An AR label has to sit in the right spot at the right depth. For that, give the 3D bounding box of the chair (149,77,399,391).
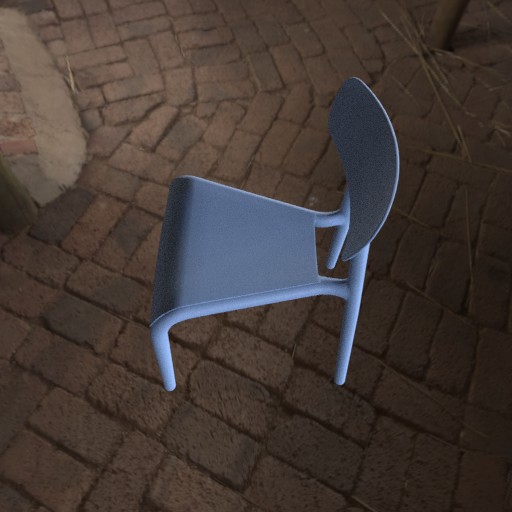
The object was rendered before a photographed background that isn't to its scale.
[{"bbox_3d":[0.000,0.000,0.823,0.401,0.580,0.356,1,59,0],"label":"chair"}]
